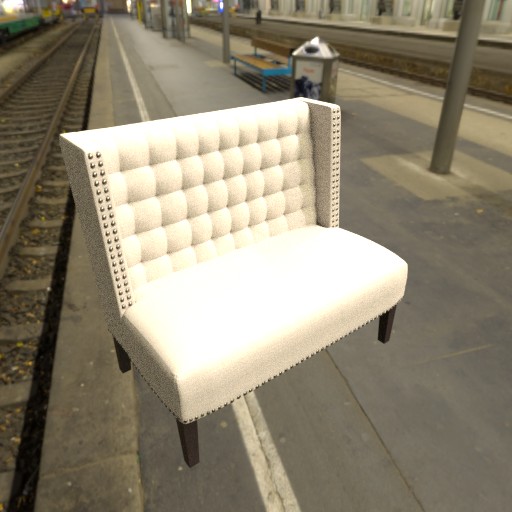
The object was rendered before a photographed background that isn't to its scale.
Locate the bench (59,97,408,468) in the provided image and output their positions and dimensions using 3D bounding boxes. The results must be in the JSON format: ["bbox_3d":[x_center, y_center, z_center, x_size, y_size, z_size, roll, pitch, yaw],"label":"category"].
[{"bbox_3d":[0.000,0.000,2.002,1.280,1.123,0.847,-21,36,-32],"label":"bench"}]
